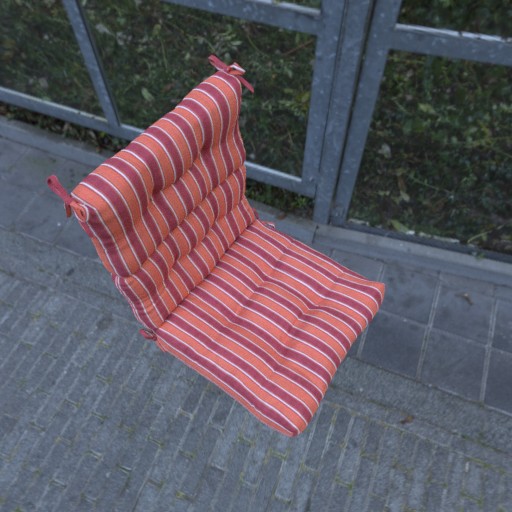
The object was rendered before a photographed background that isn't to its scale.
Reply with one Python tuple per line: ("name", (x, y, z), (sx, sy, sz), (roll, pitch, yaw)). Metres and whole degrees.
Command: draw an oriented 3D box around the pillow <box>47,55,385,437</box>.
("pillow", (0.000, 0.000, 1.024), (0.571, 0.605, 0.519), (31, 62, 18))
